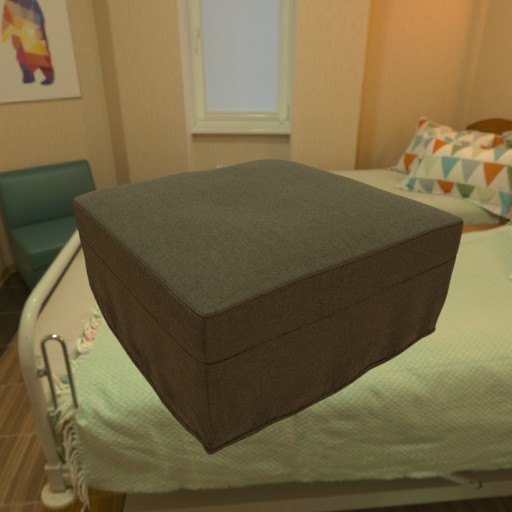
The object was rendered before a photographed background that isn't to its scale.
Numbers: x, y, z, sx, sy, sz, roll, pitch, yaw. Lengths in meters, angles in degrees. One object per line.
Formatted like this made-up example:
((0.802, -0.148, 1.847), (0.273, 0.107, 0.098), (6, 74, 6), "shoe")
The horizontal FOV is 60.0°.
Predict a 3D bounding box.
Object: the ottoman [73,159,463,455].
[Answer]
((0.000, 0.000, 1.353), (0.843, 0.436, 0.840), (-17, 31, -32), "ottoman")
